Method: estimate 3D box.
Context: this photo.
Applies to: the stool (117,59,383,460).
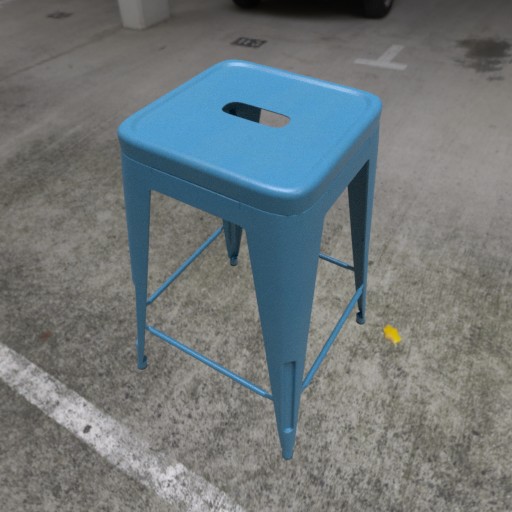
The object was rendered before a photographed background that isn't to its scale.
[{"bbox_3d":[0.000,0.000,0.868,0.410,0.608,0.410,24,50,21],"label":"stool"}]
